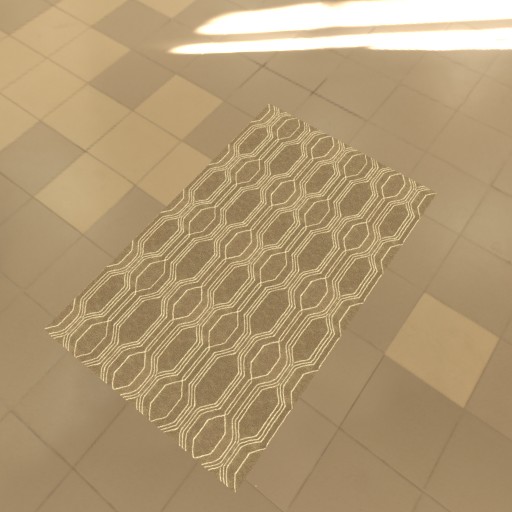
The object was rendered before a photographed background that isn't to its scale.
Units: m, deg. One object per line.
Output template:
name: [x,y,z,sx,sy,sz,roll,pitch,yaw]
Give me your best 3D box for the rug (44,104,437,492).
rug: [0.000,0.000,3.062,1.541,0.012,2.457,33,67,16]
